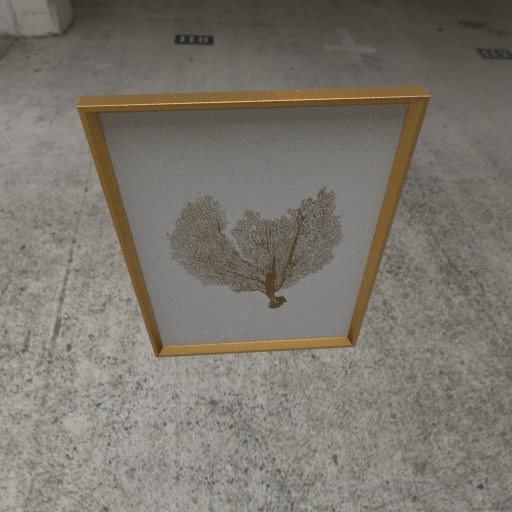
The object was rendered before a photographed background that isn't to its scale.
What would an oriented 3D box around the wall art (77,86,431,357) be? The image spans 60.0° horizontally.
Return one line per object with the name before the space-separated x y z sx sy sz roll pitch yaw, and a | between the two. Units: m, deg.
wall art | 0.000 0.000 1.068 0.610 0.812 0.038 -3 47 -2
